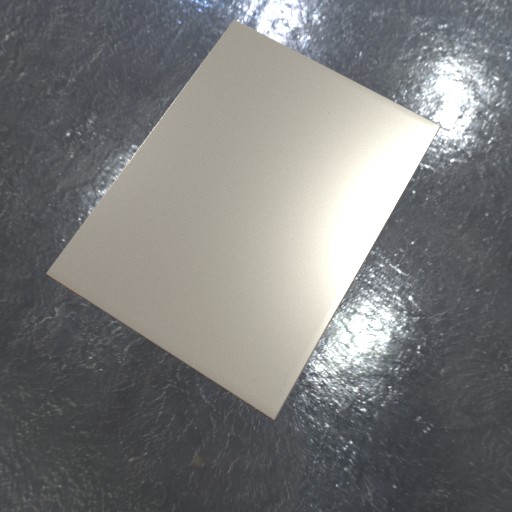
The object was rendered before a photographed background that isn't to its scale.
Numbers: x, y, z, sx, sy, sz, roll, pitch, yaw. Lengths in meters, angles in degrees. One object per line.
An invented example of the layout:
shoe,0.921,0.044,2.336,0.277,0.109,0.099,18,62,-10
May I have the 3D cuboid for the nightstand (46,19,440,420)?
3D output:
nightstand,0.000,0.000,0.727,0.288,0.508,0.370,31,78,7
